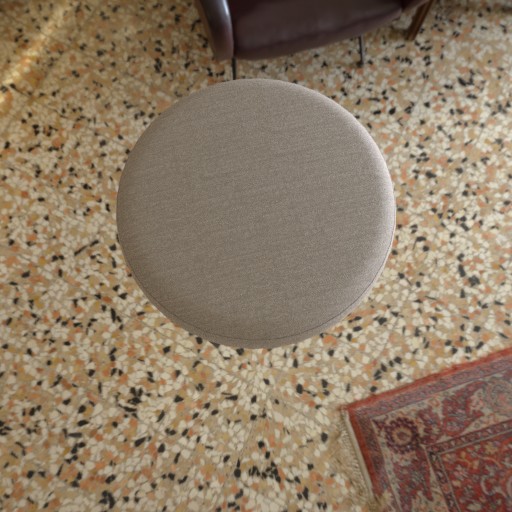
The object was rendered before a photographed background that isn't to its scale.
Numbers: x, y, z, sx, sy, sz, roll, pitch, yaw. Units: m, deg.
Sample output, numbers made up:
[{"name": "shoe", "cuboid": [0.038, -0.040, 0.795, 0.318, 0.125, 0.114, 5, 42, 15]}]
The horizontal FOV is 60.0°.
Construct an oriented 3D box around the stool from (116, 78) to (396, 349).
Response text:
[{"name": "stool", "cuboid": [0.000, 0.000, 1.012, 0.443, 0.757, 0.443, 0, 76, 0]}]
